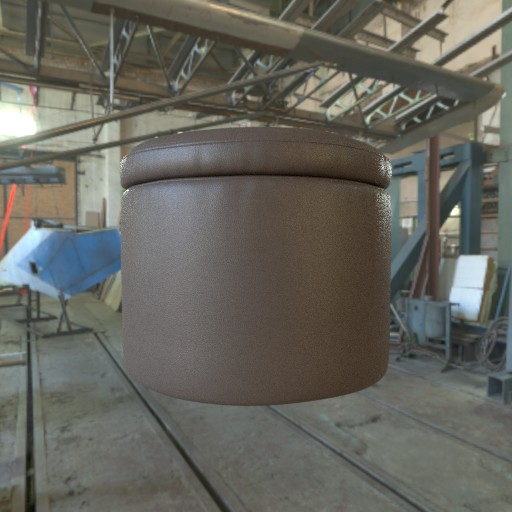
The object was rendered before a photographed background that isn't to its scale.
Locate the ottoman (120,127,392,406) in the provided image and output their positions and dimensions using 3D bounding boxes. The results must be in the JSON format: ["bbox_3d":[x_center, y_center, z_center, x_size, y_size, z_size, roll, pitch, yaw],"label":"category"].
[{"bbox_3d":[0.000,0.000,0.857,0.500,0.409,0.500,0,2,0],"label":"ottoman"}]
